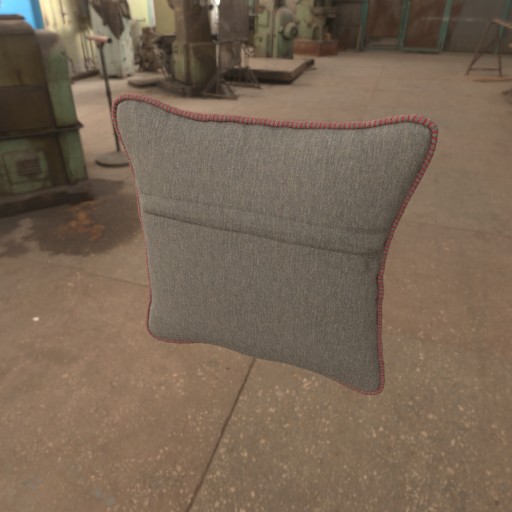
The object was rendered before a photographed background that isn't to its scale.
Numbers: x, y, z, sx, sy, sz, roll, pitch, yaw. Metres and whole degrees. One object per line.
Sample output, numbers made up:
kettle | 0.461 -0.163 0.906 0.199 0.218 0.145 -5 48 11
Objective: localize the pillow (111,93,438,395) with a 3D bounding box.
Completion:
pillow | 0.000 0.000 0.735 0.482 0.491 0.124 11 32 17
